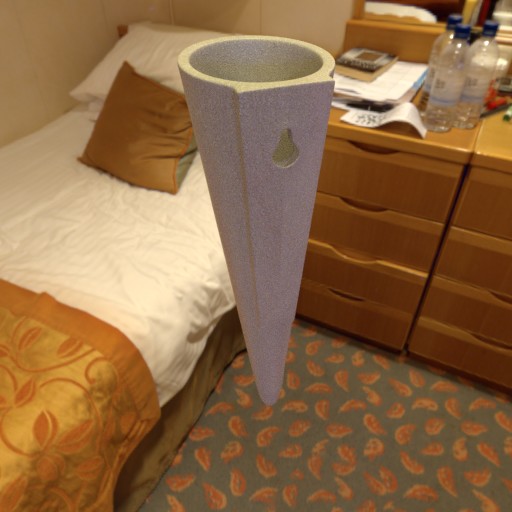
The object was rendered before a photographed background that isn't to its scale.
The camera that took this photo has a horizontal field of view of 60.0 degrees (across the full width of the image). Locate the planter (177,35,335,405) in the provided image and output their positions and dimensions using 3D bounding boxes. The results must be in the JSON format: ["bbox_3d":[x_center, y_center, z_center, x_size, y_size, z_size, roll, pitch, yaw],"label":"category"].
[{"bbox_3d":[0.000,0.000,0.225,0.057,0.191,0.064,-13,42,-15],"label":"planter"}]
